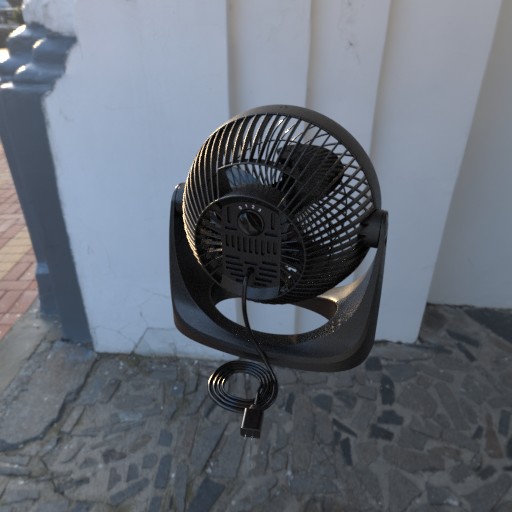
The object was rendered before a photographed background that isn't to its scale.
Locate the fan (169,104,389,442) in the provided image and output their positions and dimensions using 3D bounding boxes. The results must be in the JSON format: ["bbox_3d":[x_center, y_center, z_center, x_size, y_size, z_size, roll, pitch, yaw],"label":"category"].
[{"bbox_3d":[0.000,0.000,0.480,0.273,0.277,0.256,10,32,17],"label":"fan"}]
